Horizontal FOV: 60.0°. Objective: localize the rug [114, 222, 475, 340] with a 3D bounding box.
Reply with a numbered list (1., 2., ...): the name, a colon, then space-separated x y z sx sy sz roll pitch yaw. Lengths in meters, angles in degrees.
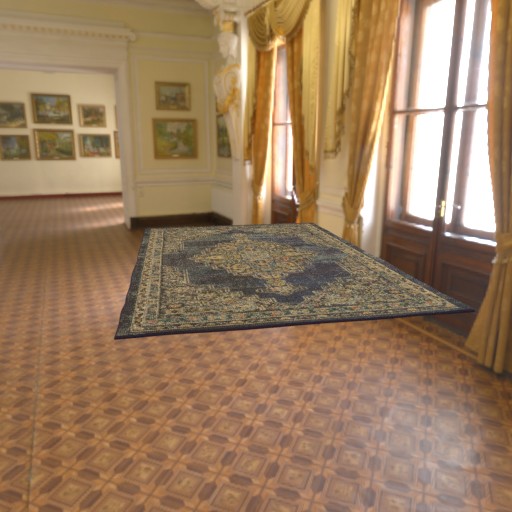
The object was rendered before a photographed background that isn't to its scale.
1. rug: 0.000 0.000 2.239 1.184 0.012 1.781 -3 14 -10
